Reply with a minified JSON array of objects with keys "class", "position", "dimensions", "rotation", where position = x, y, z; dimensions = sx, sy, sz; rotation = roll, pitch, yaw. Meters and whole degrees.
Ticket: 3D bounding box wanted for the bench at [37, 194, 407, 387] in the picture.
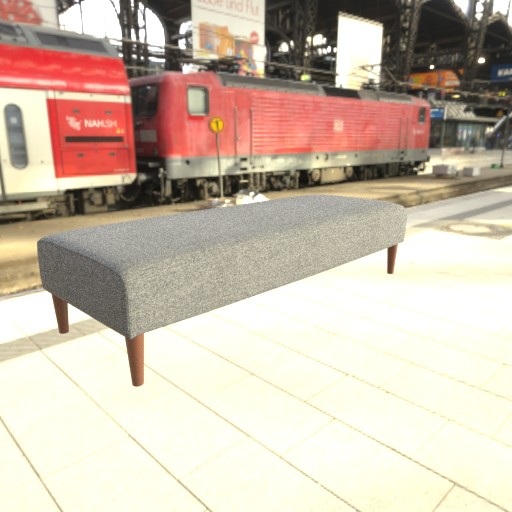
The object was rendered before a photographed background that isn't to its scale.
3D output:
[{"class":"bench","position":[0.000,0.000,1.927],"dimensions":[0.631,0.384,1.598],"rotation":[14,21,42]}]
